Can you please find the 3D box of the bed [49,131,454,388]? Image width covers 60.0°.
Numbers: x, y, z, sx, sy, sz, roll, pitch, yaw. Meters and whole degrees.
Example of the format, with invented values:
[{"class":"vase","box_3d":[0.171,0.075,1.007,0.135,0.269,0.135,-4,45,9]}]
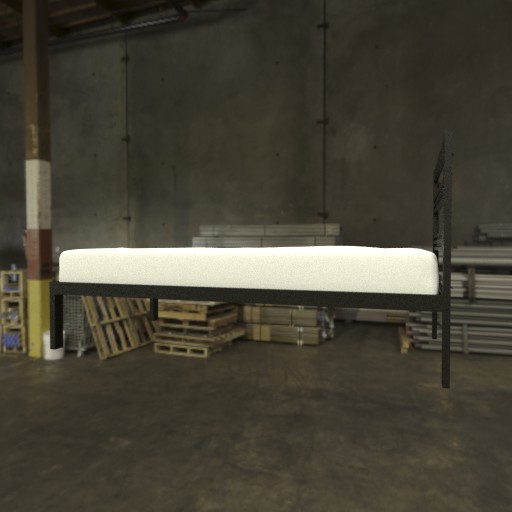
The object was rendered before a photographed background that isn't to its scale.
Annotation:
[{"class":"bed","box_3d":[0.000,0.000,2.449,1.930,0.967,0.991,0,1,19]}]
